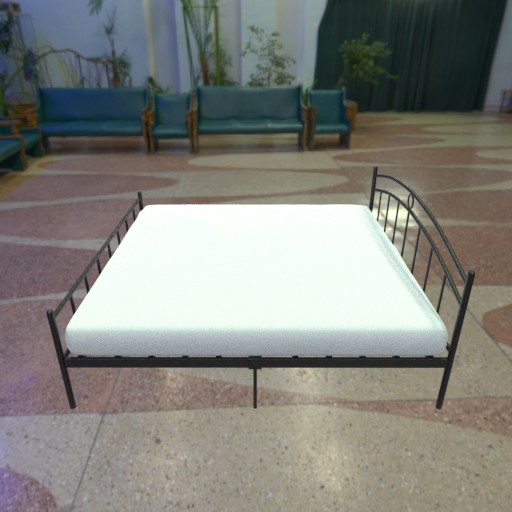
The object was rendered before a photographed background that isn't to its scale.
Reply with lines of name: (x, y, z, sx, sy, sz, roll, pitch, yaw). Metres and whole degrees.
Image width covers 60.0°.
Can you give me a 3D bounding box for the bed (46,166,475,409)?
bed: (0.000, 0.000, 3.054, 2.040, 0.940, 1.880, 0, 26, 0)
